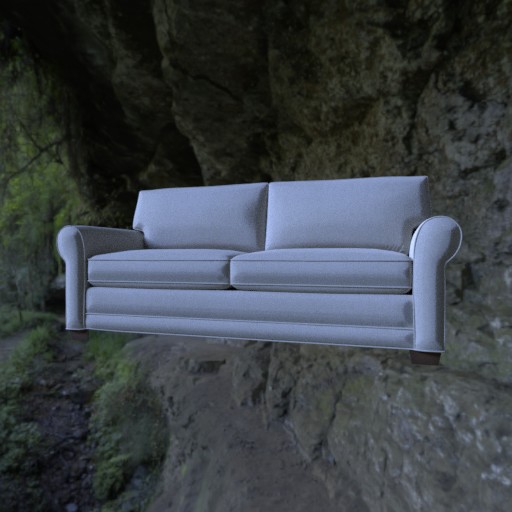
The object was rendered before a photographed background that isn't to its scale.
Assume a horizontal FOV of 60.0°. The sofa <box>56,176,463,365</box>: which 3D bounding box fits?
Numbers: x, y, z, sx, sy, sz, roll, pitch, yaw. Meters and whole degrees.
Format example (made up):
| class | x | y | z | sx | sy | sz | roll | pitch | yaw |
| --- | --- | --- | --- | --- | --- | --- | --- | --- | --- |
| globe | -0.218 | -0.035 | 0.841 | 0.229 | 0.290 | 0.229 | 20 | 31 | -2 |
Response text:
| class | x | y | z | sx | sy | sz | roll | pitch | yaw |
| --- | --- | --- | --- | --- | --- | --- | --- | --- | --- |
| sofa | 0.000 | 0.000 | 2.634 | 2.146 | 0.962 | 0.901 | 0 | 0 | 18 |
